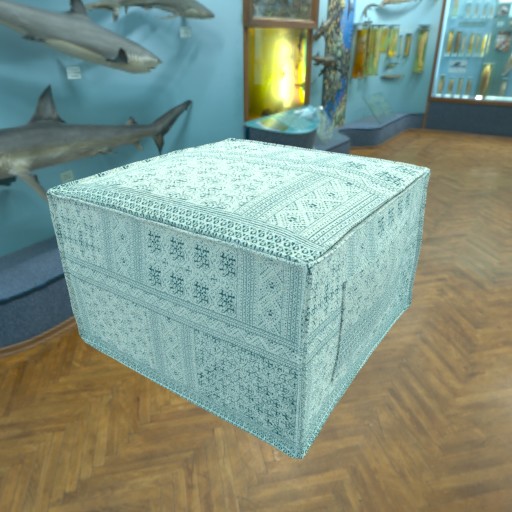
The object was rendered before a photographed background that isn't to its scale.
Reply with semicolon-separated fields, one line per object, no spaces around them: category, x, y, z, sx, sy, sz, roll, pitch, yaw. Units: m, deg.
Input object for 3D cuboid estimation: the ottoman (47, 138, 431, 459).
ottoman;0.000;0.000;1.046;0.626;0.439;0.617;17;31;30
